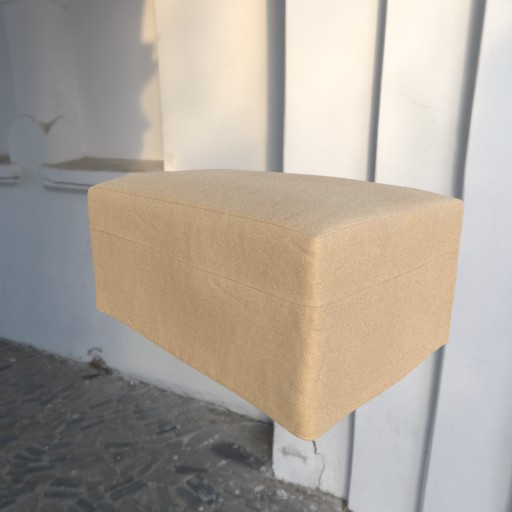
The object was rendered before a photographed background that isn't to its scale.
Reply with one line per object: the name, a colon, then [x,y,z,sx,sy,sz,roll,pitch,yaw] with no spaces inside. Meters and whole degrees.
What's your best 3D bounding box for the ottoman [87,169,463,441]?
ottoman: [0.000,0.000,1.205,0.590,0.444,0.872,-15,22,-42]
